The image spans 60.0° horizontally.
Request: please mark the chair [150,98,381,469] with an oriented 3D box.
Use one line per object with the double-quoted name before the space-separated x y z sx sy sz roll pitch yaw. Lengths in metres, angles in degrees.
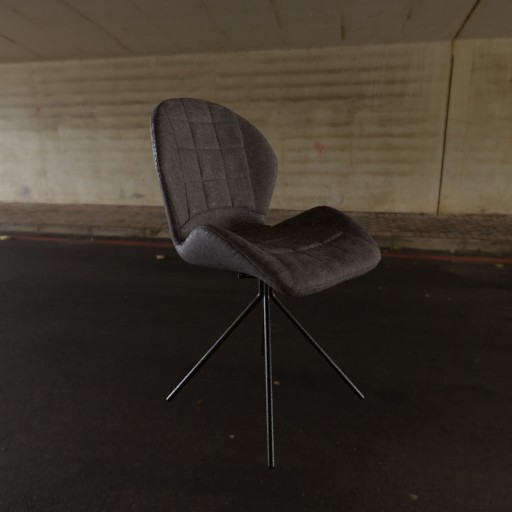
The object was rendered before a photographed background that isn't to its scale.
"chair" 0.000 0.000 1.326 0.640 0.934 0.527 13 19 42
